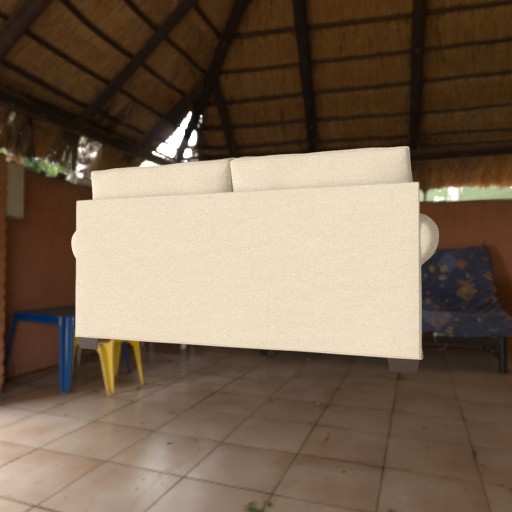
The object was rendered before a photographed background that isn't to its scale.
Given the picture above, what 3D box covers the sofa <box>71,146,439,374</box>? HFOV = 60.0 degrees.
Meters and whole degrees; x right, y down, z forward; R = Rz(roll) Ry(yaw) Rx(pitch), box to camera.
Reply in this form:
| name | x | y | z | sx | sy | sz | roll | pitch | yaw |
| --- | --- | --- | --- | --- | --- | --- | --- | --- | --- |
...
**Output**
| name | x | y | z | sx | sy | sz | roll | pitch | yaw |
| --- | --- | --- | --- | --- | --- | --- | --- | --- | --- |
| sofa | 0.000 | 0.000 | 2.359 | 1.774 | 0.933 | 0.861 | 0 | -1 | 19 |
